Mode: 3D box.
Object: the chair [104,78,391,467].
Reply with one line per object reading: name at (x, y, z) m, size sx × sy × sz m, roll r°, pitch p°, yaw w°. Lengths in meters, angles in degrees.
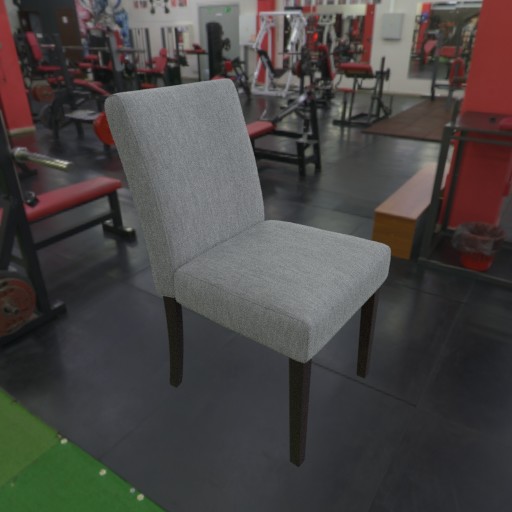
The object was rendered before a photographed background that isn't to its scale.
chair at (0.000, 0.000, 1.268) m, size 0.629 × 0.884 × 0.487 m, roll 19°, pitch 33°, yaw 32°
